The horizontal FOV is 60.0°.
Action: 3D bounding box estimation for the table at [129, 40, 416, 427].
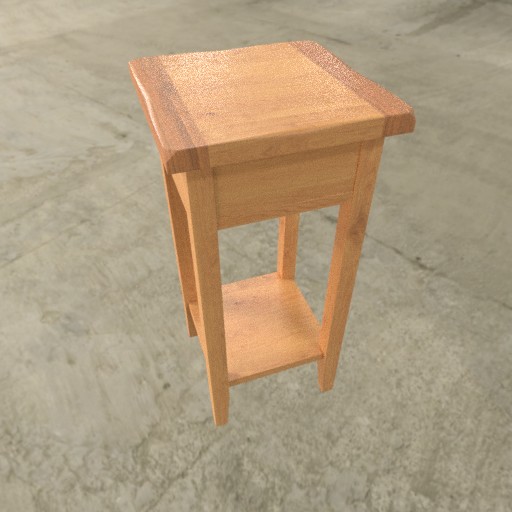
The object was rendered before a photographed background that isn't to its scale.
[{"bbox_3d":[0.000,0.000,0.951,0.360,0.740,0.360,-13,43,-14],"label":"table"}]
